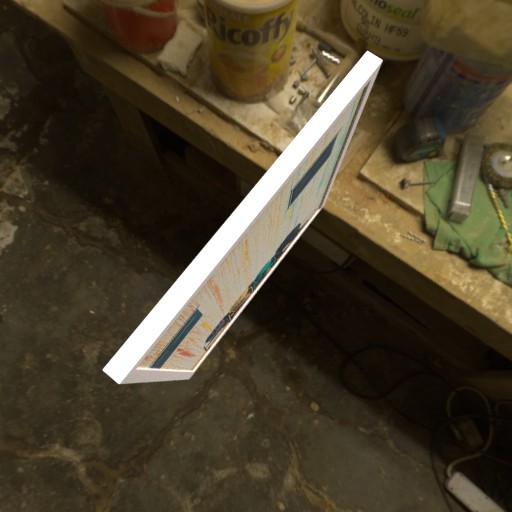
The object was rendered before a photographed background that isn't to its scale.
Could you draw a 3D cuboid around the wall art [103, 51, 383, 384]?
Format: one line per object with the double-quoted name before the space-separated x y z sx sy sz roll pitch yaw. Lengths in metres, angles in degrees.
"wall art" 0.000 0.000 1.150 0.036 0.760 0.760 37 78 9
